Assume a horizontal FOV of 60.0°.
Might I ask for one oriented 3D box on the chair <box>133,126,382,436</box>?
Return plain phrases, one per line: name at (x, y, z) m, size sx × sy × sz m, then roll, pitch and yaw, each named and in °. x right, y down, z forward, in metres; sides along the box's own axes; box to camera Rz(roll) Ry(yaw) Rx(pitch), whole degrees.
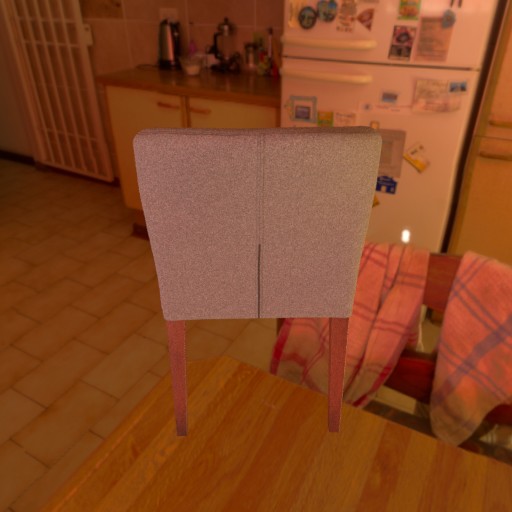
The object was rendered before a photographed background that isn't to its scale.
chair at (0.000, 0.000, 1.197) m, size 0.491 × 0.839 × 0.592 m, roll -1°, pitch 32°, yaw -1°
